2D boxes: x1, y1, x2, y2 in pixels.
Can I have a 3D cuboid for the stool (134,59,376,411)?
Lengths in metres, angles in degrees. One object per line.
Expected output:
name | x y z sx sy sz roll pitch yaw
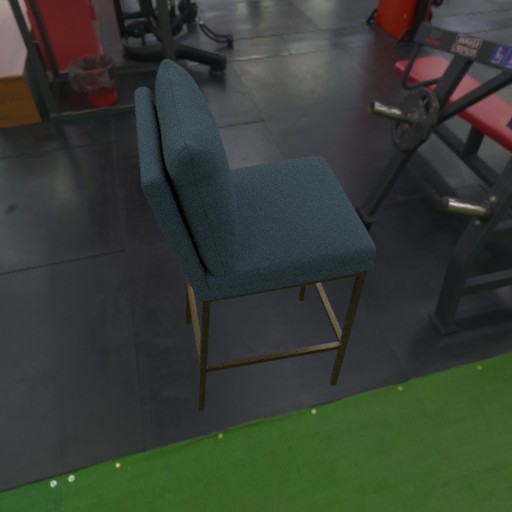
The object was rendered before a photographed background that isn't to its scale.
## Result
stool | 0.000 0.000 1.420 0.568 1.124 0.463 -9 47 -9
